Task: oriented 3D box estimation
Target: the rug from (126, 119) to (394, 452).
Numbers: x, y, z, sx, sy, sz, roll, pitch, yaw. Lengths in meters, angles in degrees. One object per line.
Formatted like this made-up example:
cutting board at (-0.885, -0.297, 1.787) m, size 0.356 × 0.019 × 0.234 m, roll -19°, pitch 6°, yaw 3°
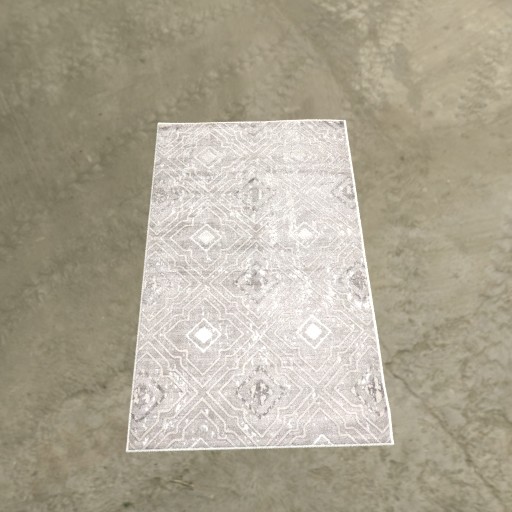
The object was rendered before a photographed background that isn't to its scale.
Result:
rug at (0.000, 0.000, 3.063) m, size 1.537 × 0.036 × 2.447 m, roll -1°, pitch 64°, yaw -1°
